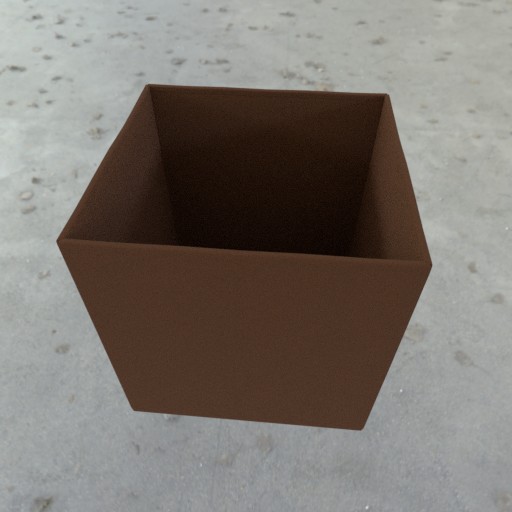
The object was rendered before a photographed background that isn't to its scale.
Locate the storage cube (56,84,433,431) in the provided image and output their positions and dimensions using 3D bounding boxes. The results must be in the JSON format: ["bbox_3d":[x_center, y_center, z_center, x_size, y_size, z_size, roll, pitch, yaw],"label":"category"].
[{"bbox_3d":[0.000,0.000,0.500,0.270,0.280,0.270,4,46,4],"label":"storage cube"}]
